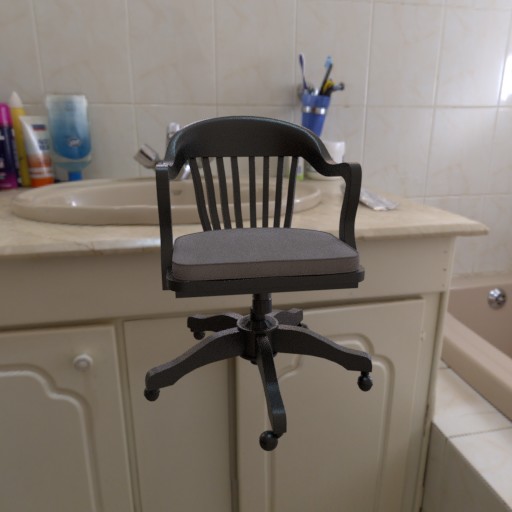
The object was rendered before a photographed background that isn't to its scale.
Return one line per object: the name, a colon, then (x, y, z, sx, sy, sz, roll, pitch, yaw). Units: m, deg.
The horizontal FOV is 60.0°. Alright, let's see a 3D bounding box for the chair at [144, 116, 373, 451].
chair: (0.000, 0.000, 1.433, 0.750, 0.878, 0.788, -3, 17, -8)
